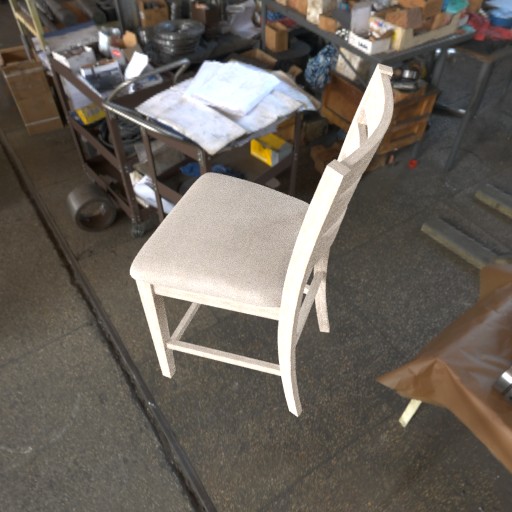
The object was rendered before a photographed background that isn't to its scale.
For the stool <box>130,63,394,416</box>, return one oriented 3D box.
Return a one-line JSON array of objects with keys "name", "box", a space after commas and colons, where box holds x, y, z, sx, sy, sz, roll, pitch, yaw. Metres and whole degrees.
[{"name": "stool", "box": [0.000, 0.000, 1.312, 0.569, 1.032, 0.484, 17, 49, 15]}]
